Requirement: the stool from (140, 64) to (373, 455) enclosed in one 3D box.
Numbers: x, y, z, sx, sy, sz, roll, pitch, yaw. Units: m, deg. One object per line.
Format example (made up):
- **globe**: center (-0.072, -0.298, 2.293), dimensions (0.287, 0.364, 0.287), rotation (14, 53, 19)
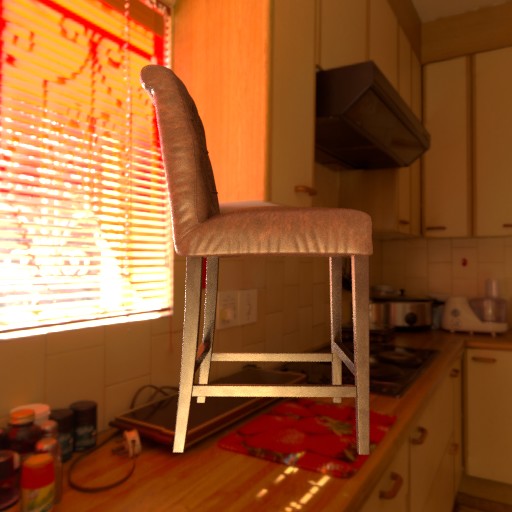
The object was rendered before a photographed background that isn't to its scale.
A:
- **stool**: center (0.000, 0.000, 1.446), dimensions (0.660, 1.084, 0.486), rotation (0, -1, 1)
